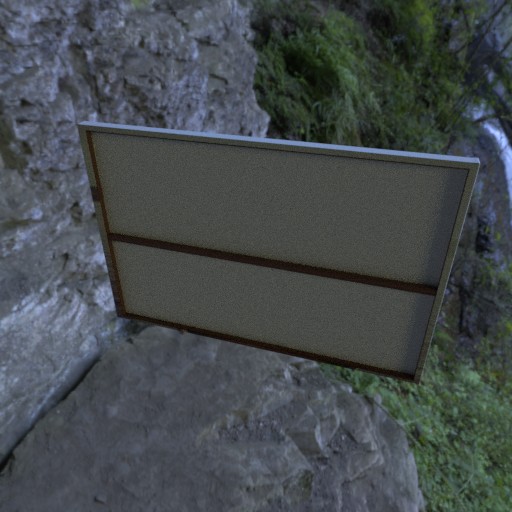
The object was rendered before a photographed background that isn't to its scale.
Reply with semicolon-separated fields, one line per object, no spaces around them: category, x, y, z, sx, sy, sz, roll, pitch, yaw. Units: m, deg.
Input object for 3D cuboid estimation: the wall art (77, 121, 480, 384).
wall art;0.000;0.000;1.434;1.149;0.765;0.040;9;33;15
